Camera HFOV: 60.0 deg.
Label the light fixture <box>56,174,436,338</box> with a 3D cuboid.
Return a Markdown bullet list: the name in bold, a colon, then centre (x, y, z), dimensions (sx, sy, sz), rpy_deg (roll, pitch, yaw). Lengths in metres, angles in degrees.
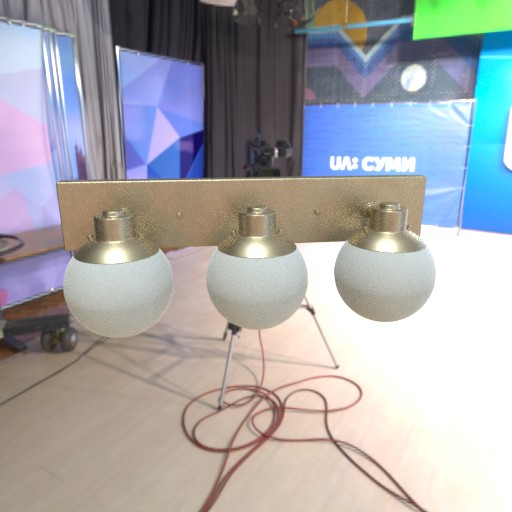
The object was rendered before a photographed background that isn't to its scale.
- **light fixture**: centre (0.000, 0.000, 0.820), dimensions (0.721, 0.263, 0.218), rpy_deg (-2, 17, -7)
